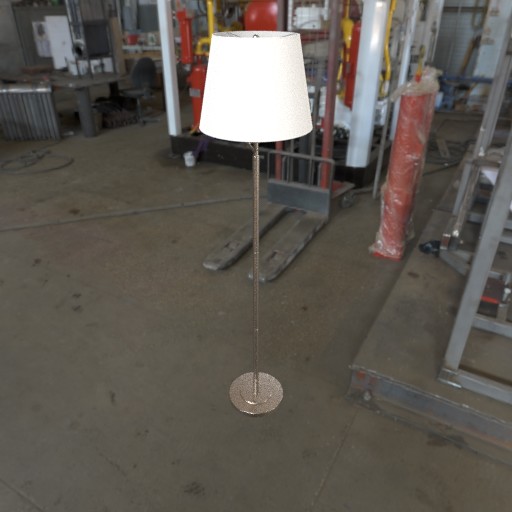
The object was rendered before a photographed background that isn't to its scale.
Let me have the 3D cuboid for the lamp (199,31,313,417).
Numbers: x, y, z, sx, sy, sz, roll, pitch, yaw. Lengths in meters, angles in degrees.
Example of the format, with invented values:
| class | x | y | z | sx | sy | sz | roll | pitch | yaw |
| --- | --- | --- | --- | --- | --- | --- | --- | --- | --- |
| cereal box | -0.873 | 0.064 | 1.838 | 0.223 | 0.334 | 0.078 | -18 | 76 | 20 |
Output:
| class | x | y | z | sx | sy | sz | roll | pitch | yaw |
| --- | --- | --- | --- | --- | --- | --- | --- | --- | --- |
| lamp | 0.000 | 0.000 | 1.642 | 0.355 | 1.473 | 0.355 | 0 | 30 | 0 |
